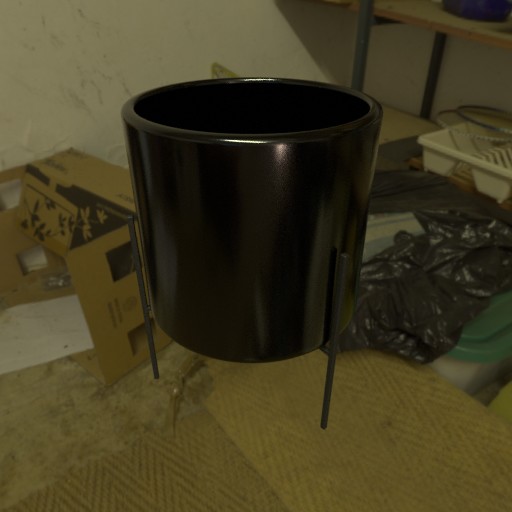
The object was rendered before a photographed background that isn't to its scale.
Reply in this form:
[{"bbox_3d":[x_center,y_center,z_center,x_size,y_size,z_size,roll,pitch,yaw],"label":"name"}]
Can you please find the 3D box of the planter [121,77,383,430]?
[{"bbox_3d":[0.000,0.000,0.633,0.310,0.432,0.310,20,37,29],"label":"planter"}]
